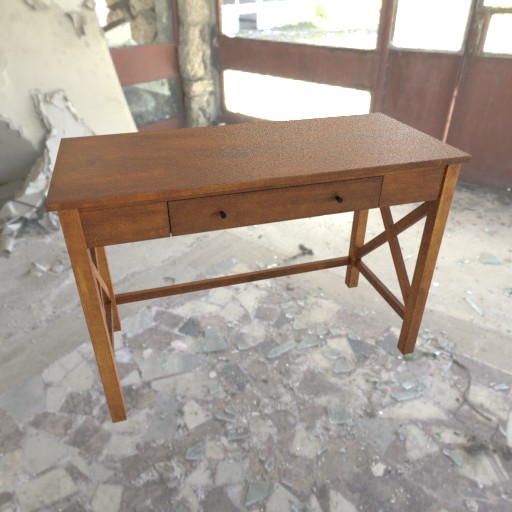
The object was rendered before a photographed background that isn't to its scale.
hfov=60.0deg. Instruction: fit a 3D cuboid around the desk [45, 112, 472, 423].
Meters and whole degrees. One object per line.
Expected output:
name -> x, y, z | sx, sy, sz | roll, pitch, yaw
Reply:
desk -> 0.000, 0.000, 1.513 | 1.117, 0.762, 0.508 | -9, 33, -14
